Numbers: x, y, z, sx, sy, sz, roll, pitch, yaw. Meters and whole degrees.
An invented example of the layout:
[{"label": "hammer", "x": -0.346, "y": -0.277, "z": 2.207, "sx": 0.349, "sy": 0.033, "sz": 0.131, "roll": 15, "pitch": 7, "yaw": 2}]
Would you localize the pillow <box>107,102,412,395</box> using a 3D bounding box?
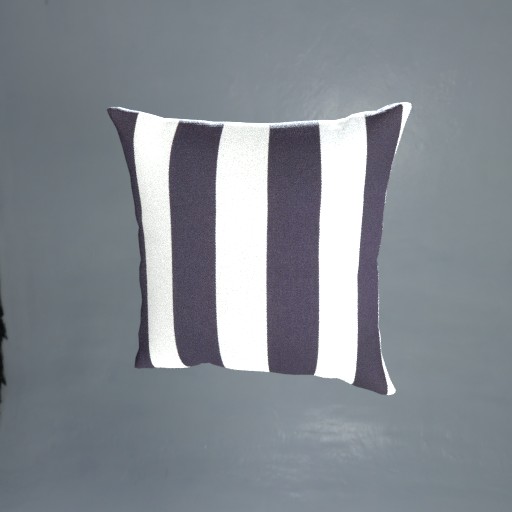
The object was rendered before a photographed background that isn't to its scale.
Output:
[{"label": "pillow", "x": 0.000, "y": 0.000, "z": 0.809, "sx": 0.536, "sy": 0.526, "sz": 0.189, "roll": 2, "pitch": 15, "yaw": 8}]
